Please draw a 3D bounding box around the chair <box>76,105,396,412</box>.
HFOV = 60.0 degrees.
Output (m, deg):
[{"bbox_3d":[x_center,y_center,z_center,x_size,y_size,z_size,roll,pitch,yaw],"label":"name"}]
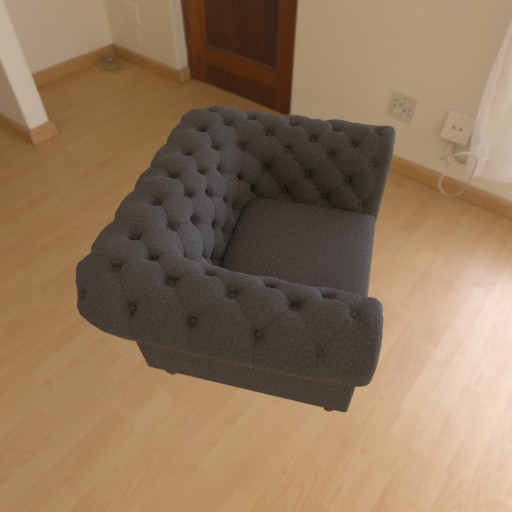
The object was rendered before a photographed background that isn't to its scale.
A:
[{"bbox_3d":[0.000,0.000,1.894,0.976,0.770,1.270,10,48,10],"label":"chair"}]
